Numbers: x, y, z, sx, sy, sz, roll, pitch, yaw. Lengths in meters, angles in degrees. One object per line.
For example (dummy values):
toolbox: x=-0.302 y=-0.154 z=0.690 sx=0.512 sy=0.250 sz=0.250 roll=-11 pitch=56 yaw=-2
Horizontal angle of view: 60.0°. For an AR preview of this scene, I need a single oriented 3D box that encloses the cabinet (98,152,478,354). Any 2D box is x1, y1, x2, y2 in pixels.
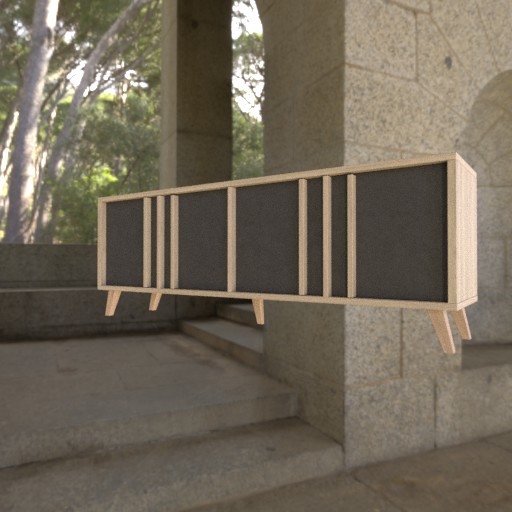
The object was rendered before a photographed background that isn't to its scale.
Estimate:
cabinet: x=0.000 y=0.000 z=2.513 sx=2.198 sy=0.779 sz=0.499 roll=0 pitch=-1 yaw=34
